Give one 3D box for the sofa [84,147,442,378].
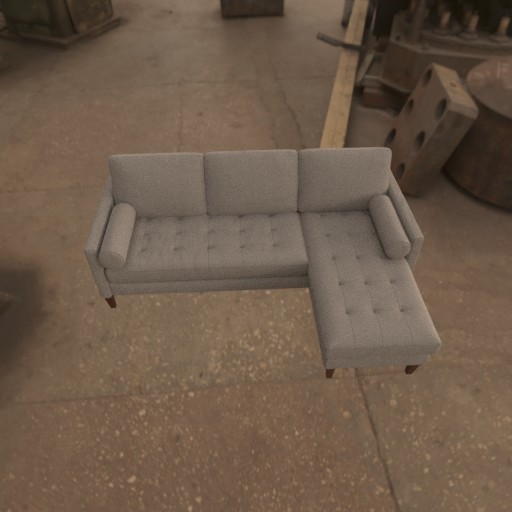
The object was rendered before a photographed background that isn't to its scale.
[{"bbox_3d":[0.000,0.000,2.970,2.178,0.875,1.506,-2,44,-2],"label":"sofa"}]
